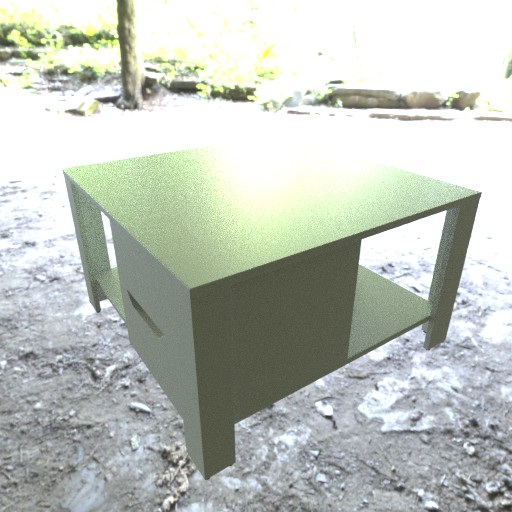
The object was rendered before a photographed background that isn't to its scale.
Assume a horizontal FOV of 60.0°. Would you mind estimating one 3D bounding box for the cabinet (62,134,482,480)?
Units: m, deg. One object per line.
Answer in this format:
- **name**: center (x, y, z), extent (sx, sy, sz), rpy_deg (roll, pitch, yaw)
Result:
- **cabinet**: center (0.000, 0.000, 1.284), extent (0.800, 0.460, 0.800), rpy_deg (-18, 32, -30)
